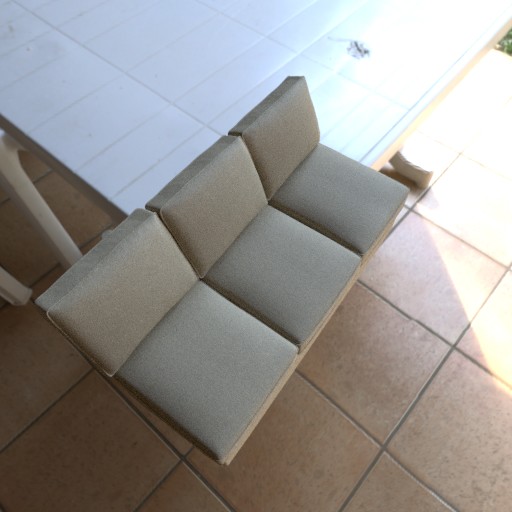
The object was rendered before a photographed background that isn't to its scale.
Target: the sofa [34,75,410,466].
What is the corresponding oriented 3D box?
[{"bbox_3d":[0.000,0.000,2.497,1.027,0.973,1.962,31,63,18],"label":"sofa"}]
